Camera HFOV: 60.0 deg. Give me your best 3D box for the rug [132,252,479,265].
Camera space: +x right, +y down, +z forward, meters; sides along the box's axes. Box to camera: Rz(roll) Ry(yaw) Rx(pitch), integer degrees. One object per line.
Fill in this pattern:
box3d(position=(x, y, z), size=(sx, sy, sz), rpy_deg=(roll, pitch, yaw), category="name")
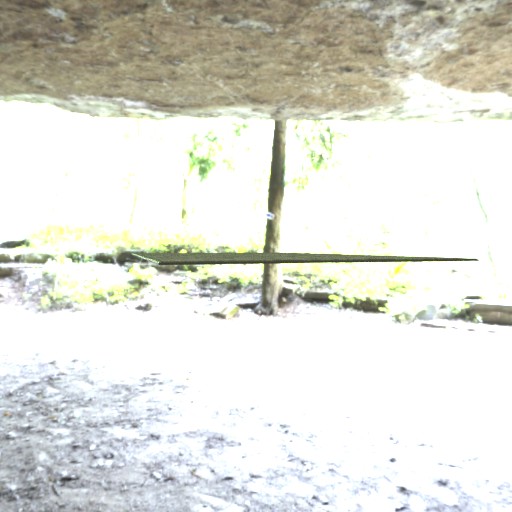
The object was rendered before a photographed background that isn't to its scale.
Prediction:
box3d(position=(0.000, 0.000, 2.373), size=(1.206, 0.012, 1.824), rpy_deg=(0, 1, -18), category="rug")
